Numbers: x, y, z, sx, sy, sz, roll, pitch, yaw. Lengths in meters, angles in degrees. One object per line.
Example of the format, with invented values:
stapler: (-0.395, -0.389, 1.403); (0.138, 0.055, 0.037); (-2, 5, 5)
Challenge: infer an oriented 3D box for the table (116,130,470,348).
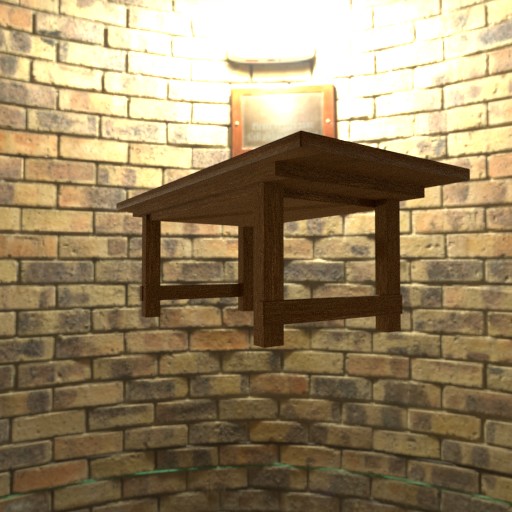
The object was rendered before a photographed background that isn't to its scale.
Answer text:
table: (0.000, 0.000, 2.534); (1.000, 0.762, 1.982); (1, -2, -34)
